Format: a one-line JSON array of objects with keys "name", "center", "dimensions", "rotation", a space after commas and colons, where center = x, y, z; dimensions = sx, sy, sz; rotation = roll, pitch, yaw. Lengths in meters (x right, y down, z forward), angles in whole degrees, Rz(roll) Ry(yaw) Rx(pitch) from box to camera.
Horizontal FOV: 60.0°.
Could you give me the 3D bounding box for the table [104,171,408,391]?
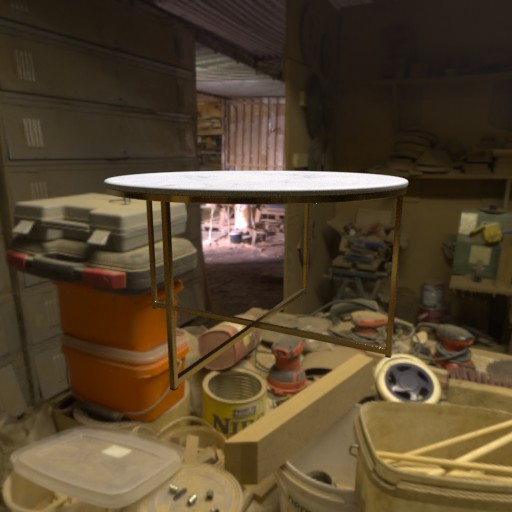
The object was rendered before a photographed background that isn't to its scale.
[{"name": "table", "center": [0.000, 0.000, 1.278], "dimensions": [0.800, 0.450, 0.800], "rotation": [0, 13, 0]}]
